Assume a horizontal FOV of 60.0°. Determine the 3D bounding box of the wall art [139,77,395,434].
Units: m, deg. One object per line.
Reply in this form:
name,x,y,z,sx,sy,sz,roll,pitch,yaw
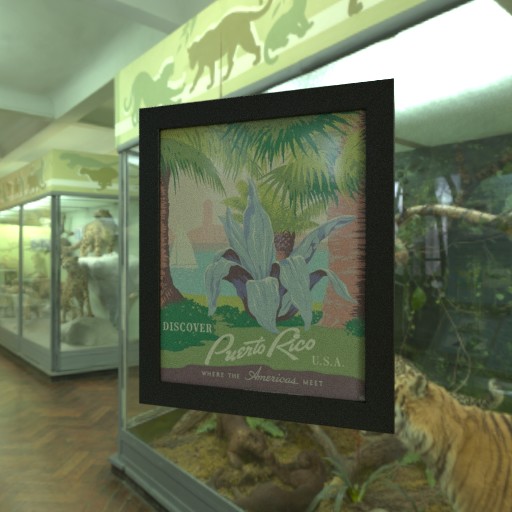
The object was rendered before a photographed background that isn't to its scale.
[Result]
wall art,0.000,0.000,0.805,0.481,0.582,0.018,0,0,18
